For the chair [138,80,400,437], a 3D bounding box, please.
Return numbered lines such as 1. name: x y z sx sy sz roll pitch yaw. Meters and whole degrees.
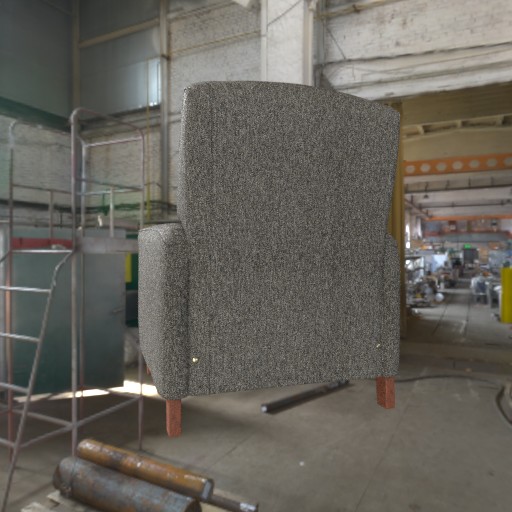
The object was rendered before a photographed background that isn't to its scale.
1. chair: 0.000 0.000 1.684 0.848 1.014 0.864 0 0 -19
